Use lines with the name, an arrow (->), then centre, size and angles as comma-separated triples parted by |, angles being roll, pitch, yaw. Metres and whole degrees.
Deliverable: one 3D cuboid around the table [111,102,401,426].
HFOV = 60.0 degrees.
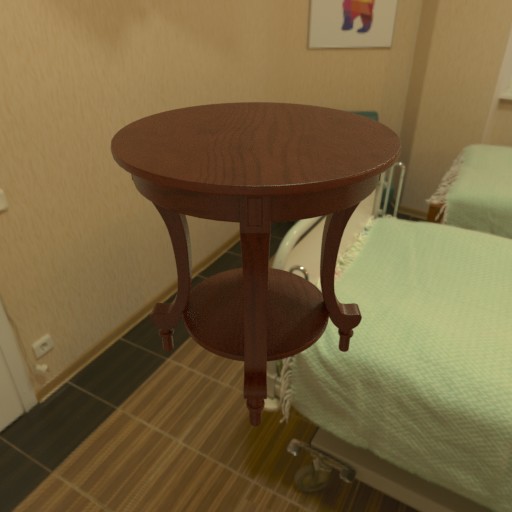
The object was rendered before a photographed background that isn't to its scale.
table -> 0.000, 0.000, 1.100 | 0.597, 0.612, 0.597 | 0, 31, 0
